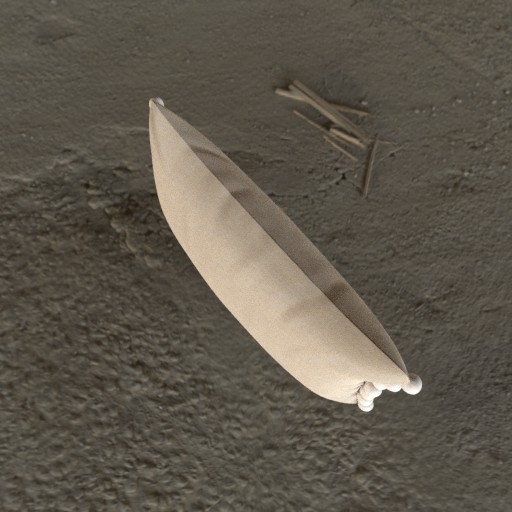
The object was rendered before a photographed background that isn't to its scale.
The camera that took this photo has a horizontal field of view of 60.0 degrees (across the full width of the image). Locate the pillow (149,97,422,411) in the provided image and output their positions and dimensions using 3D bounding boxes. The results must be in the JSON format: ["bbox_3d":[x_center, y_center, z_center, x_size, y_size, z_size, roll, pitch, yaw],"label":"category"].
[{"bbox_3d":[0.000,0.000,0.851,0.201,0.322,0.709,-35,69,-15],"label":"pillow"}]
